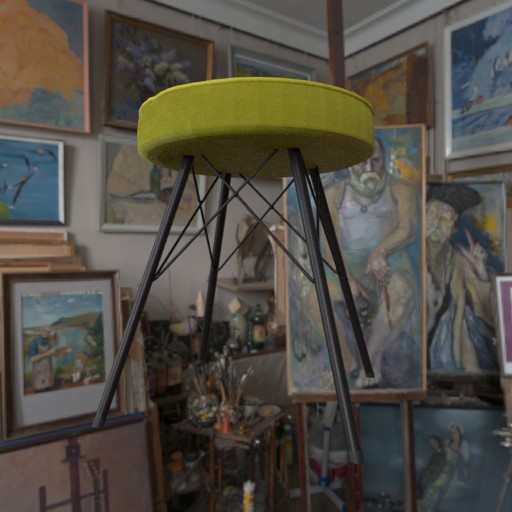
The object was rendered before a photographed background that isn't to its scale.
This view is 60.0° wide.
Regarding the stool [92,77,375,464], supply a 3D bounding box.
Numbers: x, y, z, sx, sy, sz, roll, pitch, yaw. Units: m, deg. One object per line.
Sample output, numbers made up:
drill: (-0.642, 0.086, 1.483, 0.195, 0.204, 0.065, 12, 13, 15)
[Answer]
stool: (0.000, 0.000, 0.793, 0.409, 0.508, 0.409, 0, 1, 17)
